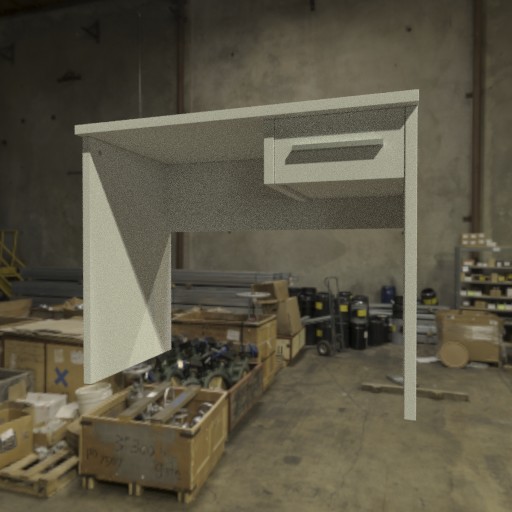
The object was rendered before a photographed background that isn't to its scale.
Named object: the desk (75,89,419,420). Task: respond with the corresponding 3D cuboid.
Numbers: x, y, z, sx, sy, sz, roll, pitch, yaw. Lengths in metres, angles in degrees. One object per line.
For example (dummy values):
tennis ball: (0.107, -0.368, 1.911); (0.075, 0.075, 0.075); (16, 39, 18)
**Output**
desk: (0.000, 0.000, 1.336); (0.900, 0.729, 0.498); (0, 1, 18)
